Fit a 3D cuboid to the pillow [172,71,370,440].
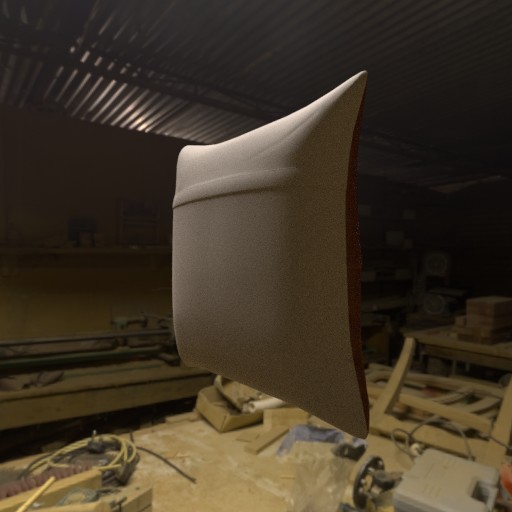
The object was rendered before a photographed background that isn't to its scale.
[{"bbox_3d":[0.000,0.000,0.771,0.192,0.477,0.501,0,0,-36],"label":"pillow"}]
